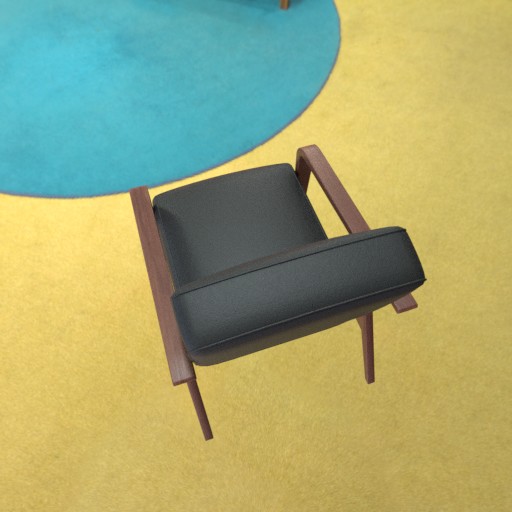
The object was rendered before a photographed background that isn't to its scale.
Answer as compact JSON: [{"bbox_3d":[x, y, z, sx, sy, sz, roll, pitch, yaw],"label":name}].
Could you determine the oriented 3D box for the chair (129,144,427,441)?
[{"bbox_3d":[0.000,0.000,1.536,0.719,0.861,0.889,-16,59,-10],"label":"chair"}]
